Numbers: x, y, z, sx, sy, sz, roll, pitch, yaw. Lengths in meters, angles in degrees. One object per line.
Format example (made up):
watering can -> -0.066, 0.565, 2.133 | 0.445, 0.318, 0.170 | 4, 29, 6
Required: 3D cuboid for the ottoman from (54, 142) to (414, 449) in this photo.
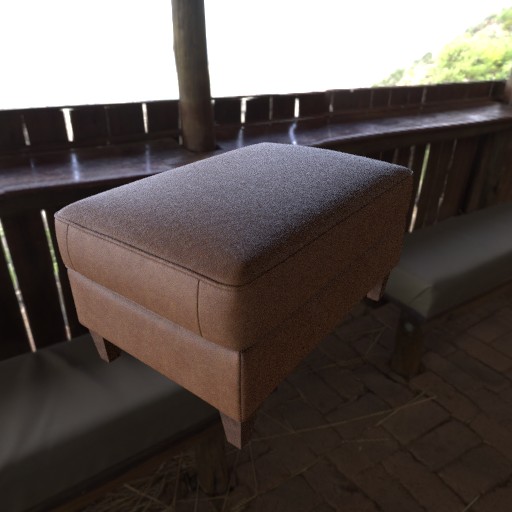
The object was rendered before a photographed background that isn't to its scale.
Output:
ottoman -> 0.000, 0.000, 1.240 | 0.584, 0.483, 0.864 | 19, 33, 32
